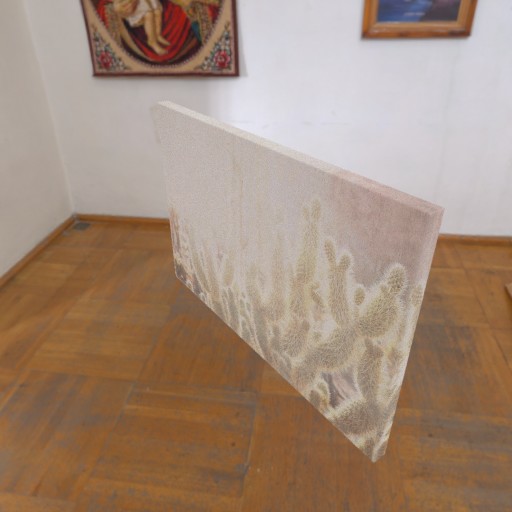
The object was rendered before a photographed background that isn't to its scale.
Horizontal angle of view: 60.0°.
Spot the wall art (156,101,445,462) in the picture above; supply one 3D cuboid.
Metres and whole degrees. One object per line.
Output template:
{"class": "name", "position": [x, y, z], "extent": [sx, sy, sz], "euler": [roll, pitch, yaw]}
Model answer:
{"class": "wall art", "position": [0.000, 0.000, 1.139], "extent": [0.040, 0.608, 0.916], "euler": [-21, 37, -31]}
